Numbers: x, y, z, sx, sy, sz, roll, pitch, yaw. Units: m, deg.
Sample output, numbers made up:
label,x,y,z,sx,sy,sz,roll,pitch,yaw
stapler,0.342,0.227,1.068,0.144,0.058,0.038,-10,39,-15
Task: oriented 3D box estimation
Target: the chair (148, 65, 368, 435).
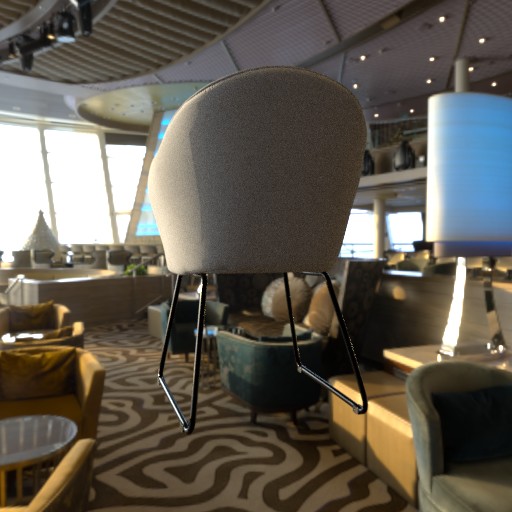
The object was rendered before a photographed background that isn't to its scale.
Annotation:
label,x,y,z,sx,sy,sz,roll,pitch,yaw
chair,0.000,0.000,1.227,0.570,0.817,0.592,0,2,-17
